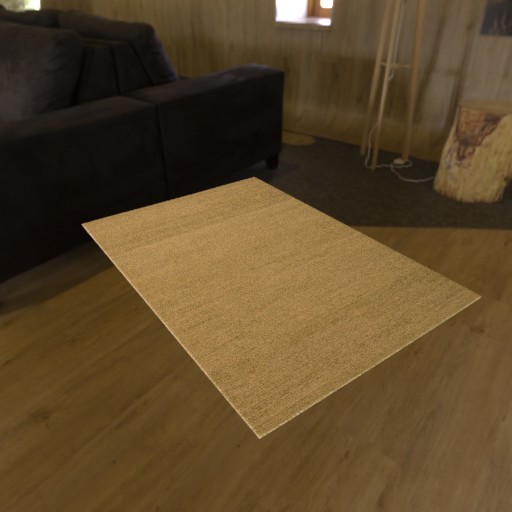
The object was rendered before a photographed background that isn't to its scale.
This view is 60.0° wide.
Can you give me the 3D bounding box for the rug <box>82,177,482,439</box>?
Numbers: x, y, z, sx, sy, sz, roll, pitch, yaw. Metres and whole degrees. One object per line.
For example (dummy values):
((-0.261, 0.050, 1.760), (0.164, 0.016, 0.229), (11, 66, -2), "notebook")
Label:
((0.000, 0.000, 5.125), (2.782, 0.025, 3.935), (-21, 38, -30), "rug")
